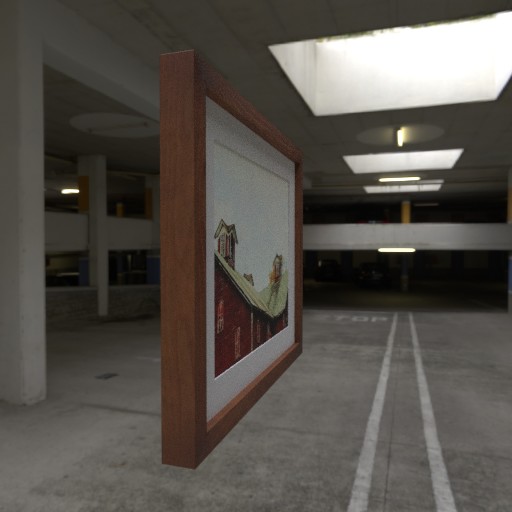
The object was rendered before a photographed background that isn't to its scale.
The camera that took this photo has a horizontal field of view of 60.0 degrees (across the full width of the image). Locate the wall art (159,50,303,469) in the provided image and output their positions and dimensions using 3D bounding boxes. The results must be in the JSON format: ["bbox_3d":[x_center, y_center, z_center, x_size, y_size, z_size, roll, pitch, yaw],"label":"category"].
[{"bbox_3d":[0.000,0.000,0.541,0.030,0.328,0.401,0,1,18],"label":"wall art"}]
